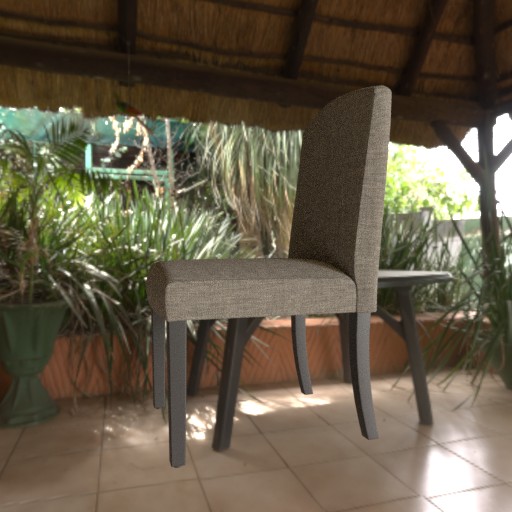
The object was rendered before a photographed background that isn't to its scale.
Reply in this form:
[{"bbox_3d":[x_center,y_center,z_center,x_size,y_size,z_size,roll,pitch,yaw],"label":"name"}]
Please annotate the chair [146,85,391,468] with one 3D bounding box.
[{"bbox_3d":[0.000,0.000,1.226,0.580,0.917,0.451,0,0,-18],"label":"chair"}]
